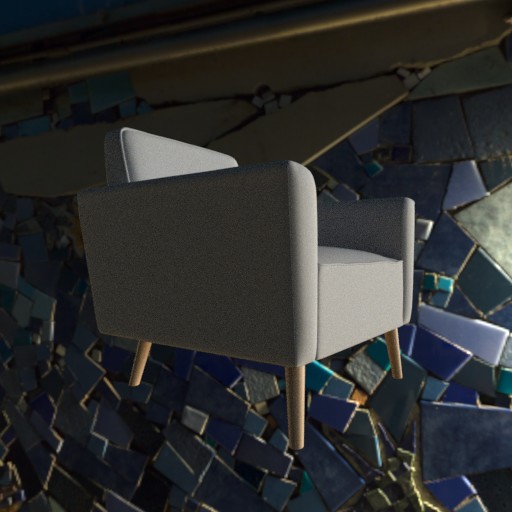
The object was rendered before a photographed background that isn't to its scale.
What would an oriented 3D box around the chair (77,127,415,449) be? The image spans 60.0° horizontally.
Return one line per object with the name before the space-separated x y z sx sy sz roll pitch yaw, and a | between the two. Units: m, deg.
chair | 0.000 0.000 1.364 0.750 0.780 0.780 0 1 36
